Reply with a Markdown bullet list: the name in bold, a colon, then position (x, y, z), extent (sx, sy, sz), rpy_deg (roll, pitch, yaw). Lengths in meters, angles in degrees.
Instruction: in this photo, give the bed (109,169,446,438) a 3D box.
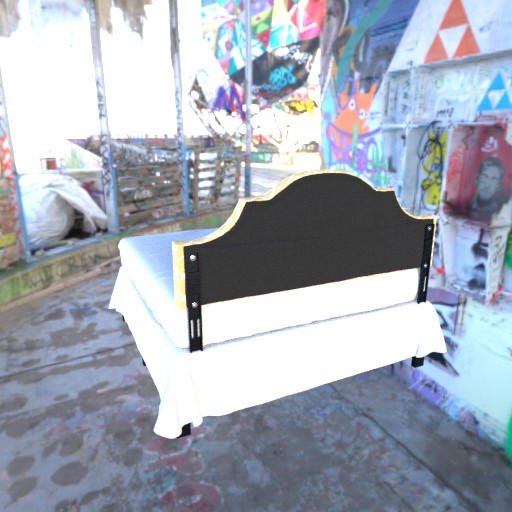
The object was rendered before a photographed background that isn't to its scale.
- **bed**: position (0.000, 0.000, 3.785), extent (2.314, 1.601, 2.222), rpy_deg (-8, 18, -24)
